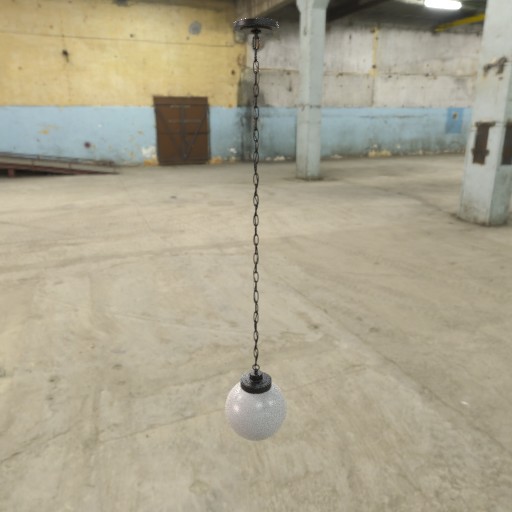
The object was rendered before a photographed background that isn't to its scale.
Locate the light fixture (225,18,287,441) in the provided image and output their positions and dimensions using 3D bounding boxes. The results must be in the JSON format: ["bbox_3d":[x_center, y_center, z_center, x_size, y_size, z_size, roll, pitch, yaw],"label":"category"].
[{"bbox_3d":[0.000,0.000,1.969,0.305,1.867,0.304,2,17,7],"label":"light fixture"}]
